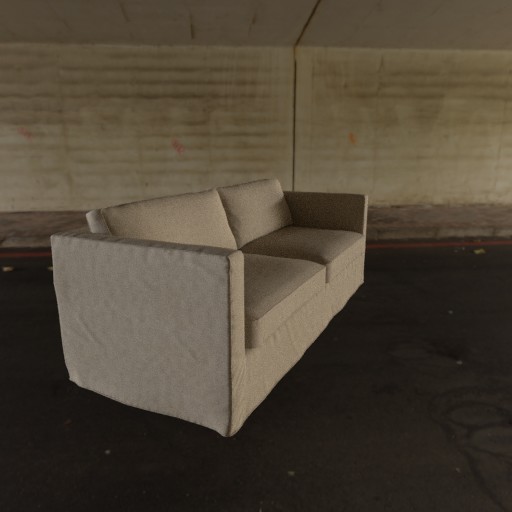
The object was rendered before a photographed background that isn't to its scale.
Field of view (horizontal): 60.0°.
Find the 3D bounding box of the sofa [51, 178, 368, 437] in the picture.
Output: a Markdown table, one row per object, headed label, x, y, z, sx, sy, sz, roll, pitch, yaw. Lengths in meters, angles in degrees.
| label | x | y | z | sx | sy | sz | roll | pitch | yaw |
| --- | --- | --- | --- | --- | --- | --- | --- | --- | --- |
| sofa | 0.000 | 0.000 | 2.804 | 0.956 | 0.847 | 2.296 | 7 | 16 | 25 |
